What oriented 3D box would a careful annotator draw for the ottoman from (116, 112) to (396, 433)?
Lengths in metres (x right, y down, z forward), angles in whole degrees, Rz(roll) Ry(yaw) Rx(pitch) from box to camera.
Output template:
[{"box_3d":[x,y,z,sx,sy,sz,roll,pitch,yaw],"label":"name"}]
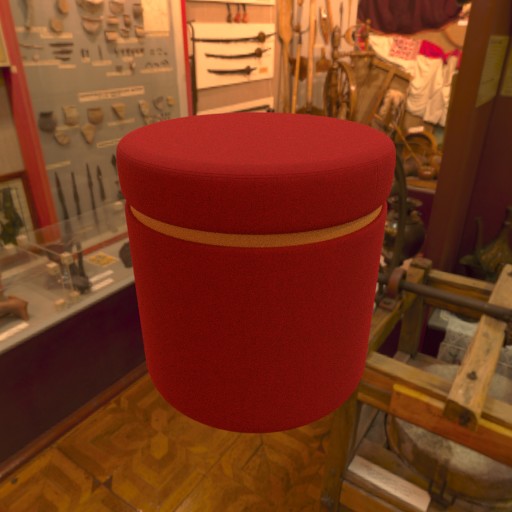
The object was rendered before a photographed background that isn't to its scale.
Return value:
[{"box_3d":[0.000,0.000,0.738,0.400,0.406,0.400,0,27,0],"label":"ottoman"}]
